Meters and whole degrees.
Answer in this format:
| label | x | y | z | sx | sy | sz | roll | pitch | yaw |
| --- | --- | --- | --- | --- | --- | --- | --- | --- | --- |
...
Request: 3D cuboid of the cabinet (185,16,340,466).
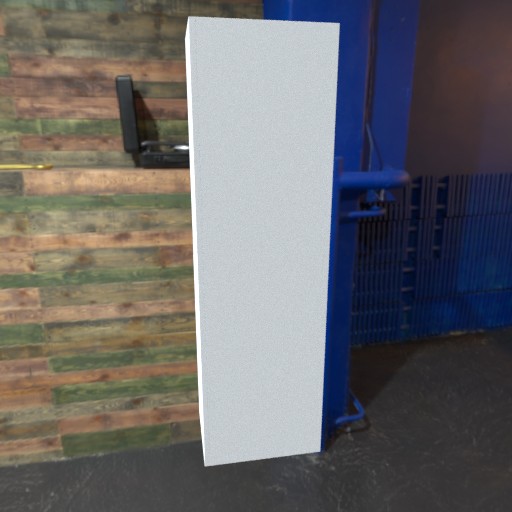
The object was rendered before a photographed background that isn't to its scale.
| label | x | y | z | sx | sy | sz | roll | pitch | yaw |
| --- | --- | --- | --- | --- | --- | --- | --- | --- | --- |
| cabinet | 0.000 | 0.000 | 1.470 | 0.400 | 1.350 | 0.300 | -3 | 16 | -10 |
